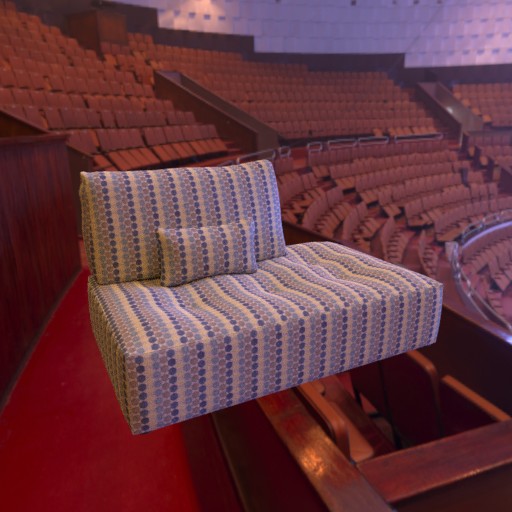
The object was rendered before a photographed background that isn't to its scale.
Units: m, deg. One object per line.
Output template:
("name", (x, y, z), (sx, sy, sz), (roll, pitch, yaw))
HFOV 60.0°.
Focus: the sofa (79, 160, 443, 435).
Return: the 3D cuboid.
("sofa", (0.000, 0.000, 2.078), (1.450, 0.820, 1.000), (-9, 19, -26))
